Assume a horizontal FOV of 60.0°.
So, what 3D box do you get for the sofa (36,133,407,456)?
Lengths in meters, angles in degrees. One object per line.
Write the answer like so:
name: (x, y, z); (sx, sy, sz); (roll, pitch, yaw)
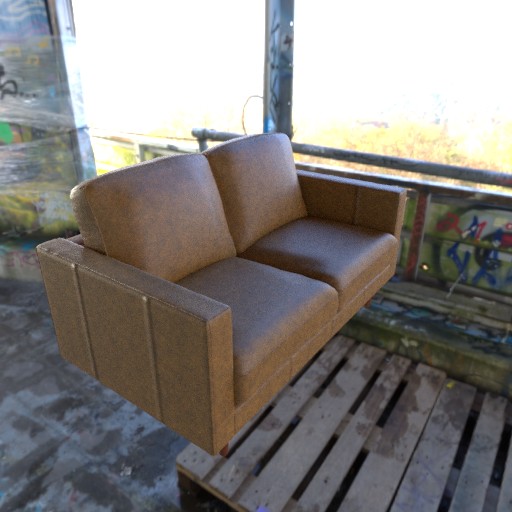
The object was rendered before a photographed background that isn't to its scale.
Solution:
sofa: (0.000, 0.000, 2.086); (0.909, 0.951, 1.578); (17, 30, 33)
